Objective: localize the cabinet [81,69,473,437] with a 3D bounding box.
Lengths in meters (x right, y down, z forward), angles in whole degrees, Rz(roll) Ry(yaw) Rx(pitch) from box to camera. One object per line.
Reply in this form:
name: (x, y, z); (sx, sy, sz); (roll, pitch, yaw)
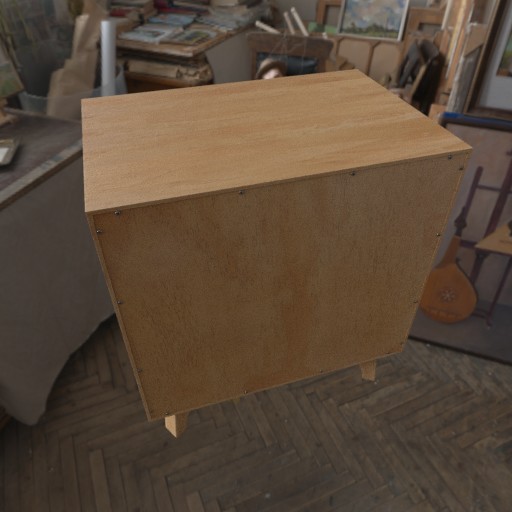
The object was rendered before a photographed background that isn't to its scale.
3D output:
cabinet: (0.000, 0.000, 0.930); (0.551, 0.599, 0.394); (-12, 42, -13)
